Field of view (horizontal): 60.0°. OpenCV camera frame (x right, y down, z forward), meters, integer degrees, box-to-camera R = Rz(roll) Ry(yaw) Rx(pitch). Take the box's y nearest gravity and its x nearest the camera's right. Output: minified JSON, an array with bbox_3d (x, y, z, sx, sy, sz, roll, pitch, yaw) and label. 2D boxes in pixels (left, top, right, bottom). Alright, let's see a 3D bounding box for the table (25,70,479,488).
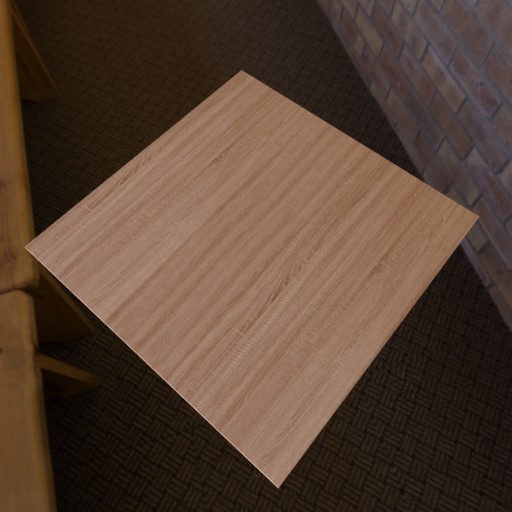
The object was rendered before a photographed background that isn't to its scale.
[{"bbox_3d":[0.000,0.000,1.359,0.890,0.305,0.890,38,69,17],"label":"table"}]
